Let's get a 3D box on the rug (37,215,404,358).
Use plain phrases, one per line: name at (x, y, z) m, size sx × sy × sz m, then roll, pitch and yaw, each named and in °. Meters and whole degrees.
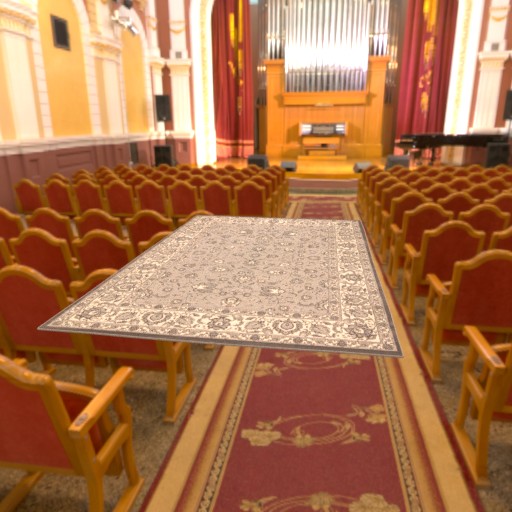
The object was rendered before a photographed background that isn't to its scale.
rug at (0.000, 0.000, 2.926) m, size 1.524 × 0.011 × 2.438 m, roll 3°, pitch 17°, yaw 9°
